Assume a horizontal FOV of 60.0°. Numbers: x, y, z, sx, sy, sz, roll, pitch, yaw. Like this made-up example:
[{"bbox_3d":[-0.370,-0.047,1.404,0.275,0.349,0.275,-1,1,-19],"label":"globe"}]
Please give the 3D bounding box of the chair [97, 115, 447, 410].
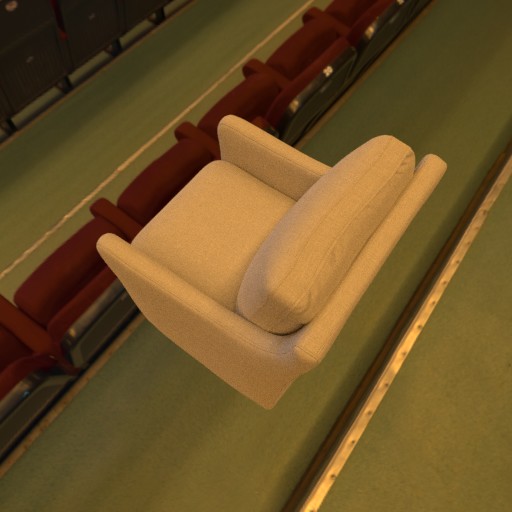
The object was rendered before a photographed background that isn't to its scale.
[{"bbox_3d":[0.000,0.000,1.361,0.694,0.914,0.626,32,67,16],"label":"chair"}]
